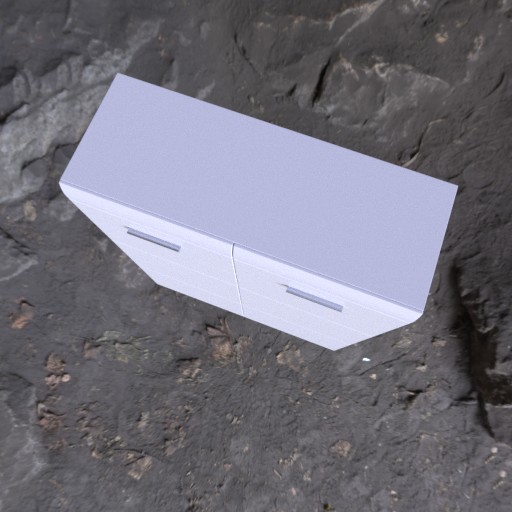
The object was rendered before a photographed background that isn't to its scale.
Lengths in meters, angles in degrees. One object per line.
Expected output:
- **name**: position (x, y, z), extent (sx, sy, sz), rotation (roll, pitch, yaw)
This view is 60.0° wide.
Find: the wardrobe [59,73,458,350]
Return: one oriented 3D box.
- **wardrobe**: position (0.000, 0.000, 1.637), extent (0.900, 1.200, 0.360), rotation (20, 75, 5)
